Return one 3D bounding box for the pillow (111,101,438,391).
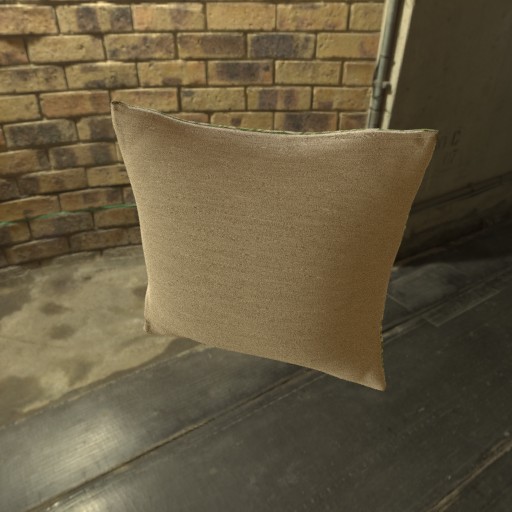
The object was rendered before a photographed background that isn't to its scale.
[{"bbox_3d":[0.000,0.000,0.666,0.440,0.419,0.162,10,33,16],"label":"pillow"}]
